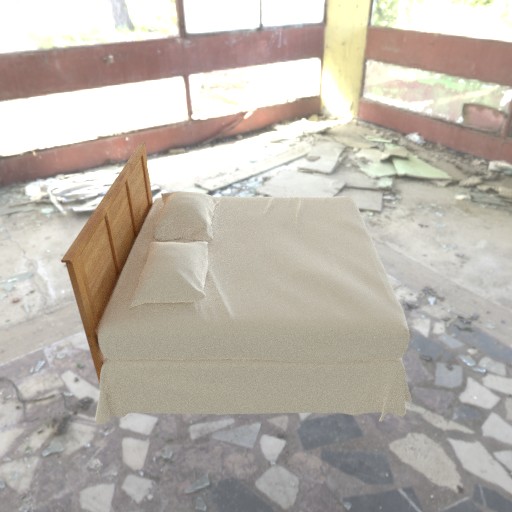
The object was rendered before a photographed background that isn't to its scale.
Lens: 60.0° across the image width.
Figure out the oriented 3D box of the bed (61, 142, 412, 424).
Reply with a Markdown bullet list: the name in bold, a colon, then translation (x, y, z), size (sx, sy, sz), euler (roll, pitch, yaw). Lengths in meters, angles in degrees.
- **bed**: translation (0.000, 0.000, 3.655), size (2.215, 1.270, 2.317), euler (0, 33, 0)
